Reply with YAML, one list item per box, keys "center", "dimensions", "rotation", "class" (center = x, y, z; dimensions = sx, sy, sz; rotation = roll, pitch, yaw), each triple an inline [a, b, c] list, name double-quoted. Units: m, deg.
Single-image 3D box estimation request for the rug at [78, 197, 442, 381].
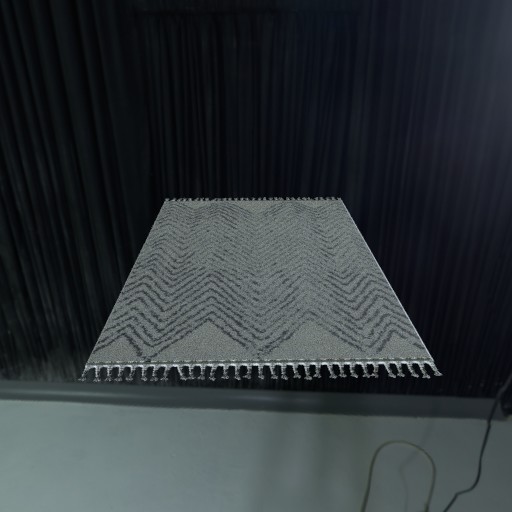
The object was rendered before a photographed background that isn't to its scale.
- center: [0.000, 0.000, 2.304]
  dimensions: [1.230, 0.014, 1.847]
  rotation: [-1, 27, -1]
  class: "rug"
